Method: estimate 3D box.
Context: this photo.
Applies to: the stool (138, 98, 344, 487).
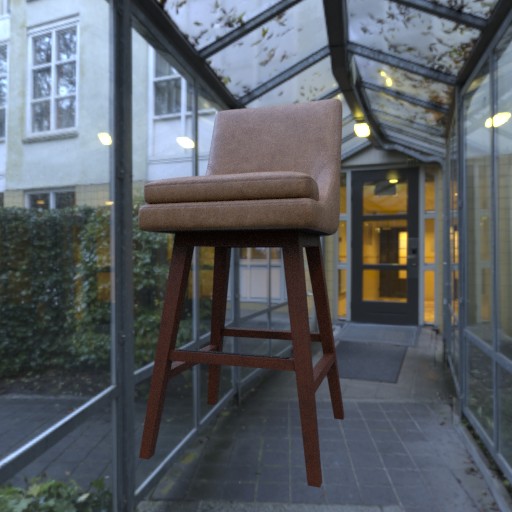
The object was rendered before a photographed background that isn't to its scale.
[{"bbox_3d":[0.000,0.000,1.357,0.487,1.079,0.572,0,0,18],"label":"stool"}]
